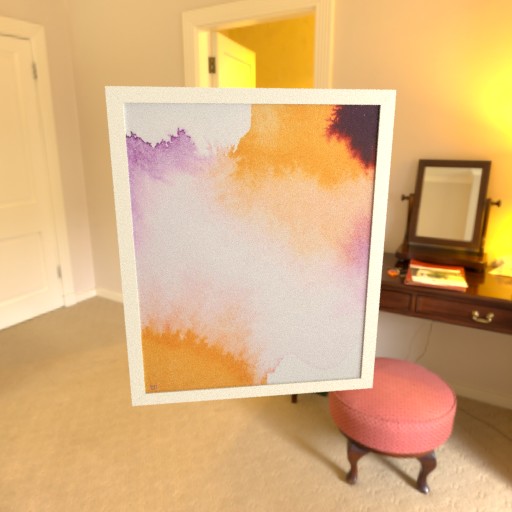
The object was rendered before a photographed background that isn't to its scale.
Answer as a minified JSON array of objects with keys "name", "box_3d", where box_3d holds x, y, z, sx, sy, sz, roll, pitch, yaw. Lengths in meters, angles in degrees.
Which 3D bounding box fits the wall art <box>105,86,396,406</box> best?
[{"name":"wall art","box_3d":[0.000,0.000,0.643,0.382,0.456,0.013,-2,16,-7]}]
